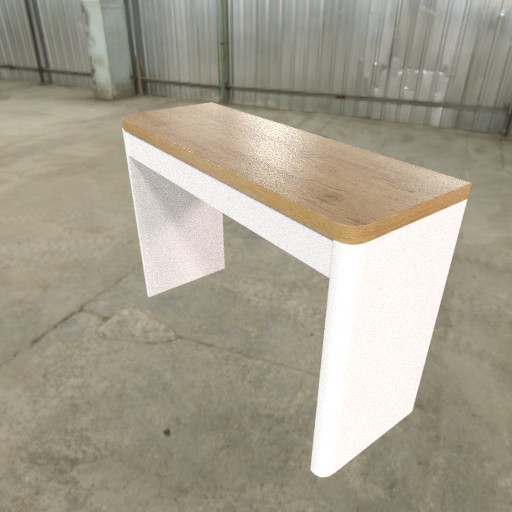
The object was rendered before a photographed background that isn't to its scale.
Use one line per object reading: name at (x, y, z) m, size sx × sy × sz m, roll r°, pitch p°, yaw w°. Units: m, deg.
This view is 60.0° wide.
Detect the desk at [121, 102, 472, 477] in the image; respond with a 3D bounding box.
desk at (0.000, 0.000, 1.470) m, size 0.390 × 0.760 × 1.100 m, roll -21°, pitch 36°, yaw -31°
